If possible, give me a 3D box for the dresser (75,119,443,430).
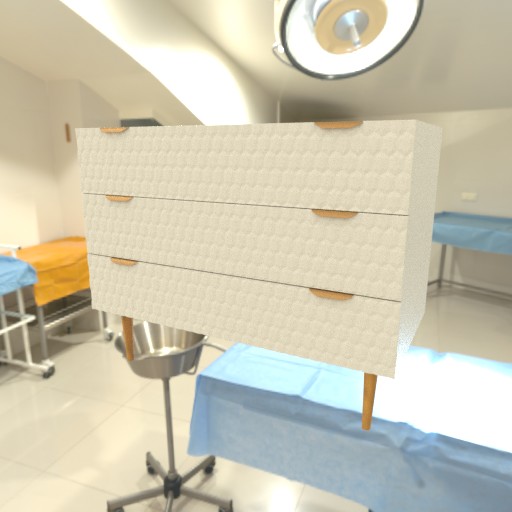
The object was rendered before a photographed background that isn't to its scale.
[{"bbox_3d":[0.000,0.000,1.300,0.905,0.721,0.457,7,16,27],"label":"dresser"}]
